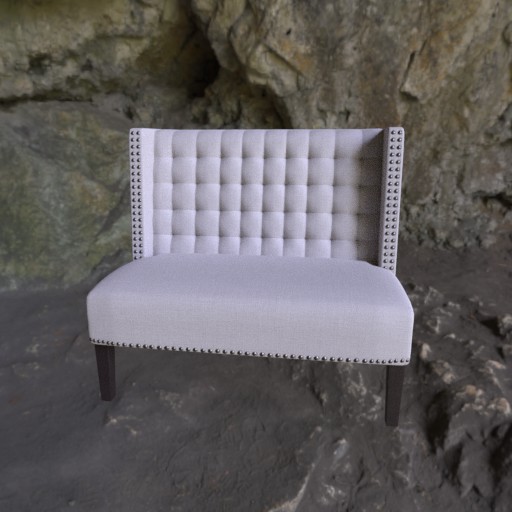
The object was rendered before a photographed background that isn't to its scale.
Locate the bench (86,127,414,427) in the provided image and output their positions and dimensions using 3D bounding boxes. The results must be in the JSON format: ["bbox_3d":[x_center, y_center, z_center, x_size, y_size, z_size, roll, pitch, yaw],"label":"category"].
[{"bbox_3d":[0.000,0.000,2.005,1.280,1.123,0.847,2,15,8],"label":"bench"}]
